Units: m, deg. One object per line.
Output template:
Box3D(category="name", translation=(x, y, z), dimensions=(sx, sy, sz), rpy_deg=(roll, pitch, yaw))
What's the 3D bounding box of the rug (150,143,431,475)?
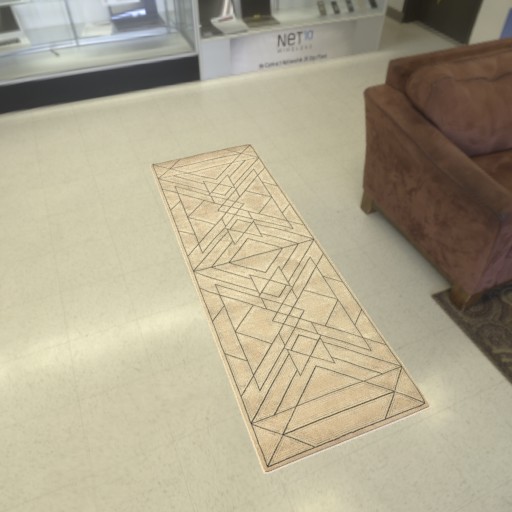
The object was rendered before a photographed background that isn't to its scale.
Box3D(category="rug", translation=(0.000, 0.000, 2.705), dimensions=(0.831, 0.036, 2.381), rpy_deg=(-15, 48, -14))
